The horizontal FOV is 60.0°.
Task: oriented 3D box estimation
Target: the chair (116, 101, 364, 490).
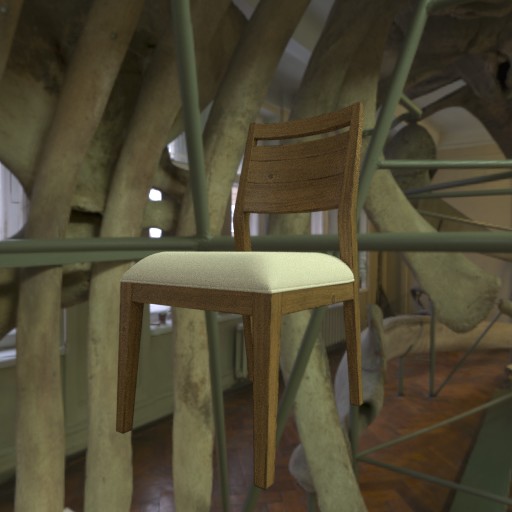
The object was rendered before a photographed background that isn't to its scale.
[{"bbox_3d":[0.000,0.000,1.285,0.497,0.939,0.610,1,2,36],"label":"chair"}]
